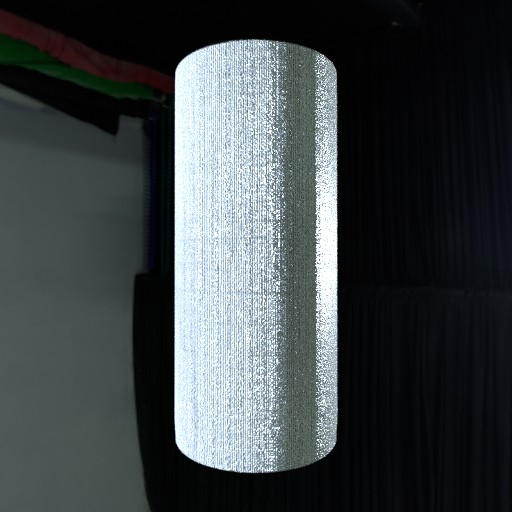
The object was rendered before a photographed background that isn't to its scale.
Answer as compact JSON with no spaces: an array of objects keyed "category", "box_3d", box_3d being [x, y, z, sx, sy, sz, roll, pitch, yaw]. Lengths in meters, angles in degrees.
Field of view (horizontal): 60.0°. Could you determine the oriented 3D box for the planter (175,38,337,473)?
[{"category":"planter","box_3d":[0.000,0.000,0.126,0.045,0.103,0.045,0,0,36]}]
